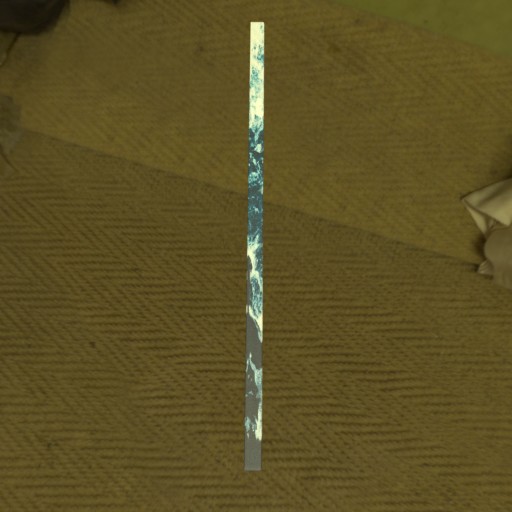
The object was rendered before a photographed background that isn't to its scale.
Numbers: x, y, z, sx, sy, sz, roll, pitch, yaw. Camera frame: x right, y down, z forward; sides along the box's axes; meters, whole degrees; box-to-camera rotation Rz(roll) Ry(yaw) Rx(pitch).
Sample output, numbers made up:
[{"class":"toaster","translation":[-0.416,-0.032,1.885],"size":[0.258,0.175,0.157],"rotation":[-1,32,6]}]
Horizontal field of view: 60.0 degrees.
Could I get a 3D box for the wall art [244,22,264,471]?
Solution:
[{"class":"wall art","translation":[0.000,0.000,1.933],"size":[0.055,1.017,1.524],"rotation":[1,75,0]}]
